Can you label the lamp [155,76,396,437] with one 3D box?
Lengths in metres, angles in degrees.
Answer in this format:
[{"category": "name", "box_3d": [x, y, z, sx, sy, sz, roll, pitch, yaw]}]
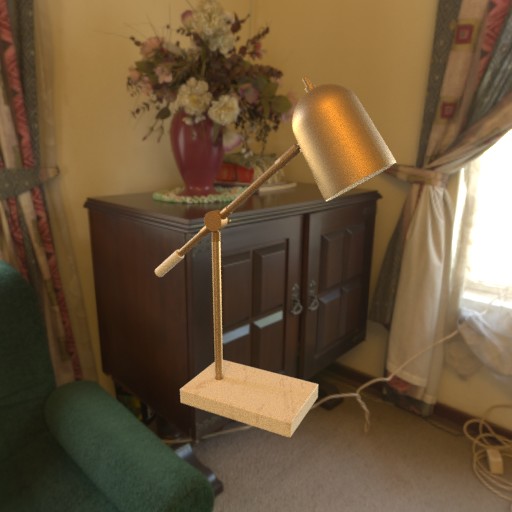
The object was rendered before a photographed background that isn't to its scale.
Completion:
[{"category": "lamp", "box_3d": [0.000, 0.000, 0.812, 0.471, 0.603, 0.144, 7, 16, 26]}]
